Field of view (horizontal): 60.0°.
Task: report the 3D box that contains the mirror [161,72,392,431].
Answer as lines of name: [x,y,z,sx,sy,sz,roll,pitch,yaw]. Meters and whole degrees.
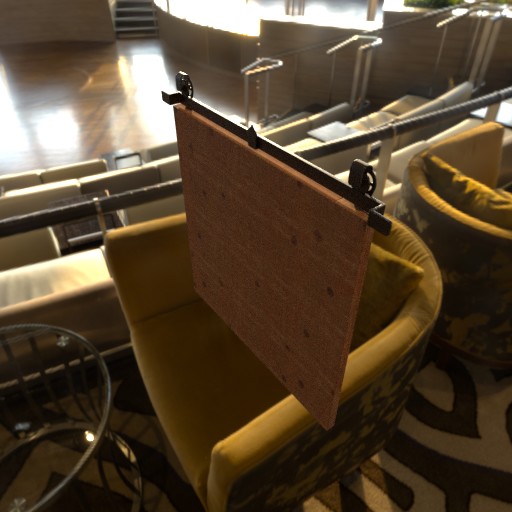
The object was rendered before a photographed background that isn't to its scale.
mirror: [0.000,0.000,1.206,0.054,0.800,0.805,-25,45,-28]
